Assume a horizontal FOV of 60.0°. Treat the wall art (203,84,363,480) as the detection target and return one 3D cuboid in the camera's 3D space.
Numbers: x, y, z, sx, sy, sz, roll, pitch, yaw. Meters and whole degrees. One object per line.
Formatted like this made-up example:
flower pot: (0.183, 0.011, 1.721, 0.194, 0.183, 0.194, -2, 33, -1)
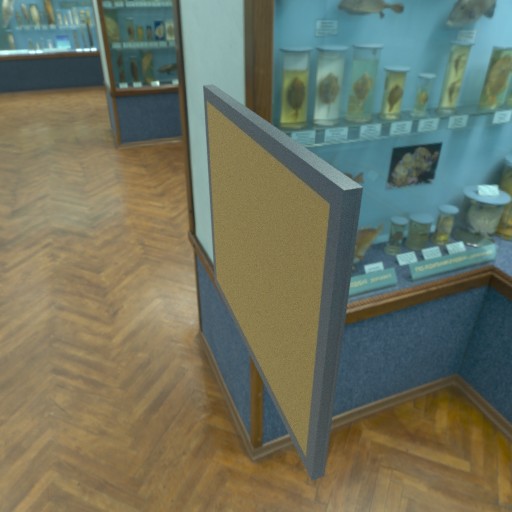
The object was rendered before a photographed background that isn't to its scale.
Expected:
wall art: (0.000, 0.000, 0.915, 0.026, 0.558, 0.660, -11, 33, -17)
